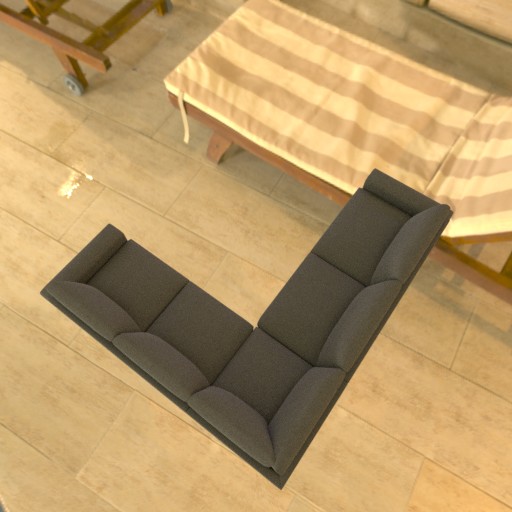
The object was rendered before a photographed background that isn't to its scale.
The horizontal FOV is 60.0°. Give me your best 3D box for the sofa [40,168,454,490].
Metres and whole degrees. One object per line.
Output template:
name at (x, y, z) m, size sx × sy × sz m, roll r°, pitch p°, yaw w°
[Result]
sofa at (0.000, 0.000, 4.667) m, size 2.895 × 0.965 × 3.277 m, roll 33°, pitch 68°, yaw 15°
